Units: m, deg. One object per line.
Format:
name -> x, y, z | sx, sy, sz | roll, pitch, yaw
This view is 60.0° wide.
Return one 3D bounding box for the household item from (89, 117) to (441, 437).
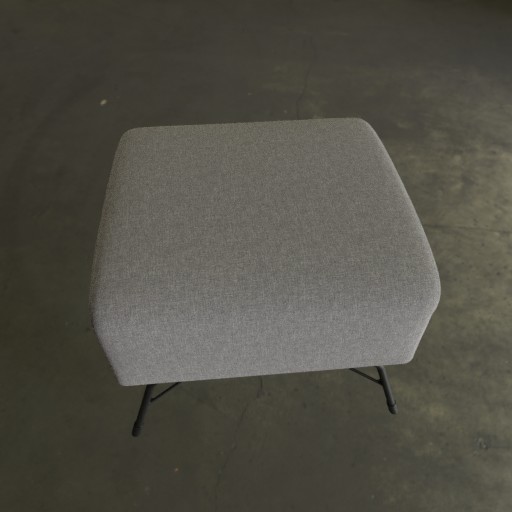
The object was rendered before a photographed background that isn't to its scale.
household item -> 0.000, 0.000, 0.894 | 0.530, 0.410, 0.530 | -4, 48, -3
